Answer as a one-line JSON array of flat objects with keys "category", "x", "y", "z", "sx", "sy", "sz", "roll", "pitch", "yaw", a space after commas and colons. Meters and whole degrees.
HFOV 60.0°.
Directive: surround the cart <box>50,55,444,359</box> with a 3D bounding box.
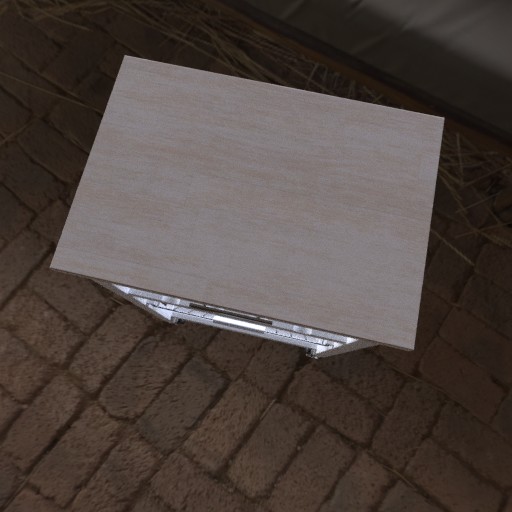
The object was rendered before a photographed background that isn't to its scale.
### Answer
[{"category": "cart", "x": 0.000, "y": 0.000, "z": 1.148, "sx": 0.578, "sy": 0.857, "sz": 0.406, "roll": 12, "pitch": 76, "yaw": 3}]
